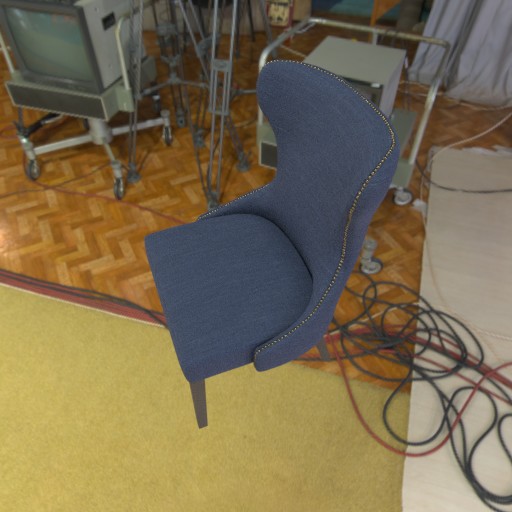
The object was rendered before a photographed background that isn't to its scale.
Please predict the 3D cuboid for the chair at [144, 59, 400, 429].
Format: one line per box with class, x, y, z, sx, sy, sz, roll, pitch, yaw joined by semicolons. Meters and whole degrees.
chair;0.000;0.000;1.392;0.635;0.967;0.628;-16;49;-14
